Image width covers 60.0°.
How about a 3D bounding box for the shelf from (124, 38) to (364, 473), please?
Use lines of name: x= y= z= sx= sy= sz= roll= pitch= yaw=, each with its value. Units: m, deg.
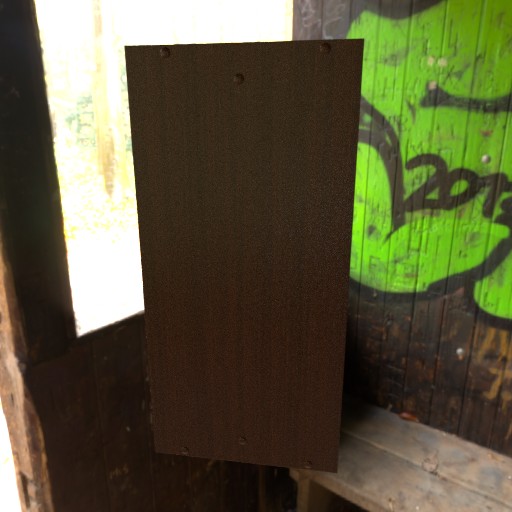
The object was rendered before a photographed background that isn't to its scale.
shelf: x=0.000 y=0.000 z=0.728 sx=0.290 sy=0.600 sz=0.253 roll=3 pitch=16 yaw=9
